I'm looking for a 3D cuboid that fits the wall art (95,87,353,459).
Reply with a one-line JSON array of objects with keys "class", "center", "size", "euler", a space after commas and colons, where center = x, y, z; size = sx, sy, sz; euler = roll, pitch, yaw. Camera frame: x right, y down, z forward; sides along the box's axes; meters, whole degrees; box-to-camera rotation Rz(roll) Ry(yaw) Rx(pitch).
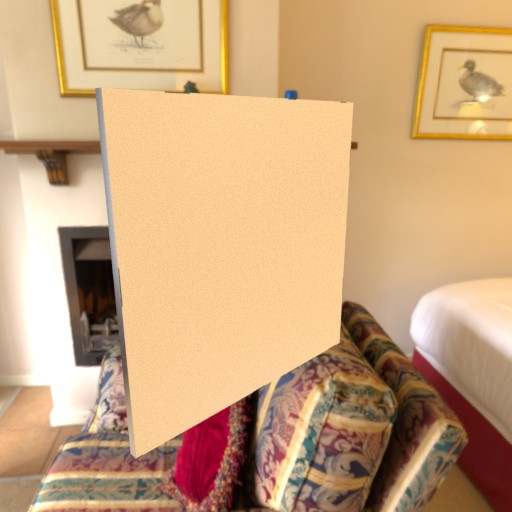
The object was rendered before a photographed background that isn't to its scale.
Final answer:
[{"class": "wall art", "center": [0.000, 0.000, 0.658], "size": [0.446, 0.445, 0.014], "euler": [-16, 23, -42]}]
